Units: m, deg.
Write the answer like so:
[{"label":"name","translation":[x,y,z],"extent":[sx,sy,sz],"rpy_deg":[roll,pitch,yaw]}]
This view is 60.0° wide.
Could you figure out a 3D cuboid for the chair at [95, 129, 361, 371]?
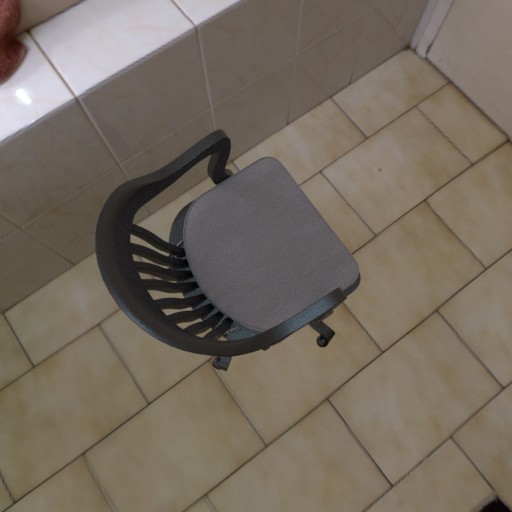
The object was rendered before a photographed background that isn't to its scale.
[{"label":"chair","translation":[0.000,0.000,1.476],"extent":[0.788,0.878,0.750],"rpy_deg":[-33,76,-9]}]
